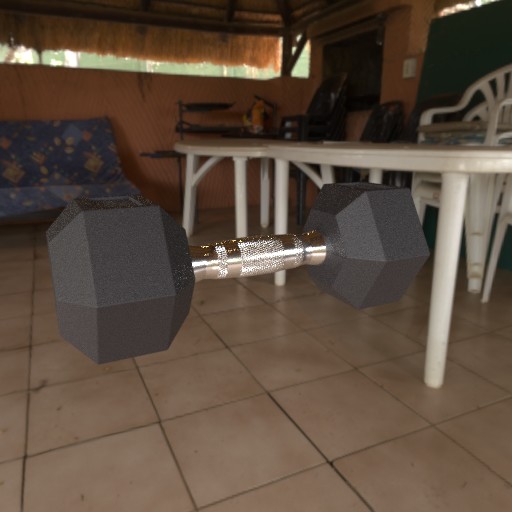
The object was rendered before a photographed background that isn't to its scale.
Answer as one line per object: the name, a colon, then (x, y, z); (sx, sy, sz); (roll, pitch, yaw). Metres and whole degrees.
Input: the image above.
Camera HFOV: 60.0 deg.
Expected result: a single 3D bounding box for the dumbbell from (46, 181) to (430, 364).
dumbbell: (0.000, 0.000, 0.354); (0.297, 0.101, 0.116); (-7, 17, -25)
